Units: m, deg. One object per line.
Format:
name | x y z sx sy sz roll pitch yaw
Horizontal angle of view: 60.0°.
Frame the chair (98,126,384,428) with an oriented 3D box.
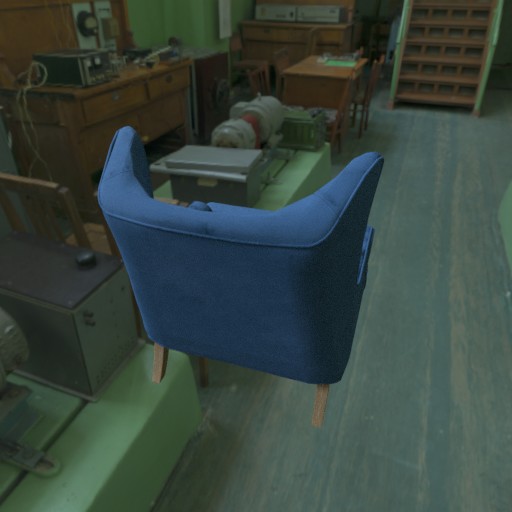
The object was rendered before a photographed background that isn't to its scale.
chair | 0.000 0.000 1.613 0.793 0.952 0.910 10 34 15
